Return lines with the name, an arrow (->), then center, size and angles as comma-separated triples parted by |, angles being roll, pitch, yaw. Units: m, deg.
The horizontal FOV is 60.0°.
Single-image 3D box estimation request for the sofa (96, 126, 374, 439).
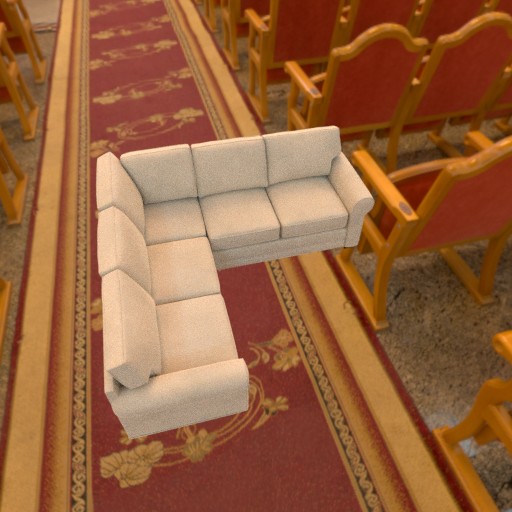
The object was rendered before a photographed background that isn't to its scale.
sofa -> 0.000, 0.000, 3.962 | 2.569, 1.054, 2.487 | -11, 48, -10
